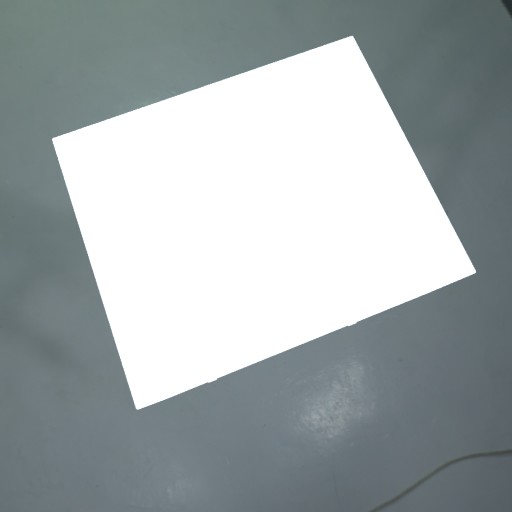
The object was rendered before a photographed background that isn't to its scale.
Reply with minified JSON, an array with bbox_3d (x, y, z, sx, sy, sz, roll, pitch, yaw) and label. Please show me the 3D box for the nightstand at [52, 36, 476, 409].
[{"bbox_3d":[0.000,0.000,0.921,0.479,0.623,0.402,-21,77,-5],"label":"nightstand"}]
